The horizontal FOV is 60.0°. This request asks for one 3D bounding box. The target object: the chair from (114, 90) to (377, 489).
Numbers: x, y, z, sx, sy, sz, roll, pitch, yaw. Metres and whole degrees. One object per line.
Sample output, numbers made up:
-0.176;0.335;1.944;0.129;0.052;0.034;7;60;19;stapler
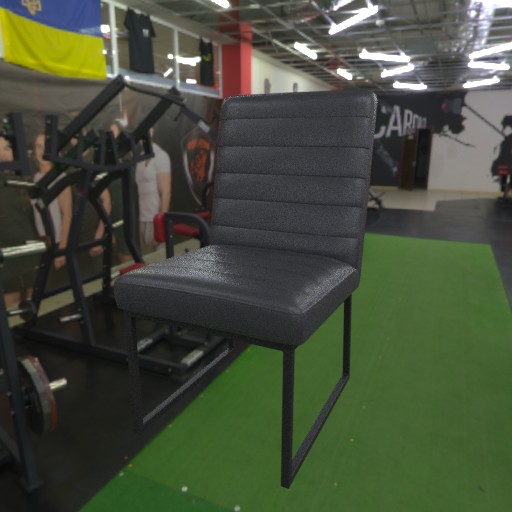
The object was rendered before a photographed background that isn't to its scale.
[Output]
0.000;0.000;1.272;0.520;0.930;0.634;7;16;25;chair
